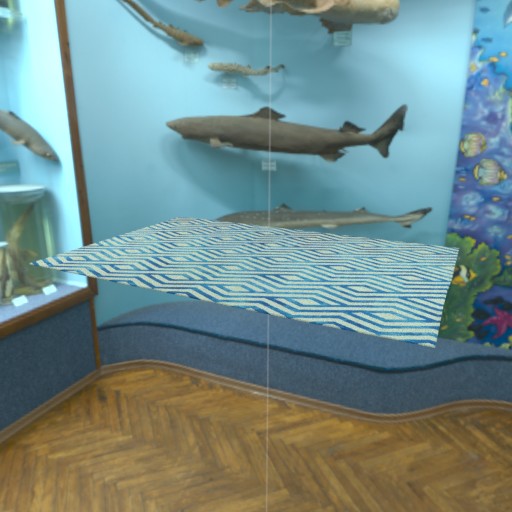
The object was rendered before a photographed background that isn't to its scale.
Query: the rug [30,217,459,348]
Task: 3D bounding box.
[{"bbox_3d":[0.000,0.000,2.256,1.830,0.008,1.225,8,19,26],"label":"rug"}]
